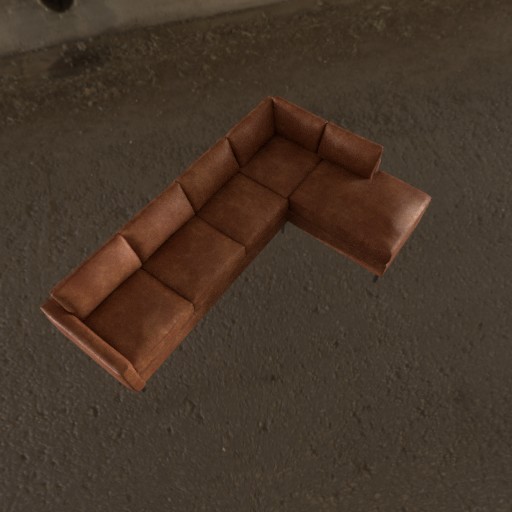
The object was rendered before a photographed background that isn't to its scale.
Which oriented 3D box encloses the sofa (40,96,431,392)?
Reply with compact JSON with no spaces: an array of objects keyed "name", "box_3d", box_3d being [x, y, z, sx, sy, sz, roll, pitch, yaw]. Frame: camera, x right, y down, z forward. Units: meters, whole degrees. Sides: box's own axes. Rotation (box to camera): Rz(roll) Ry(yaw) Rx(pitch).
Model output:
[{"name":"sofa","box_3d":[0.000,0.000,3.892,1.938,0.877,2.984,32,63,18]}]
